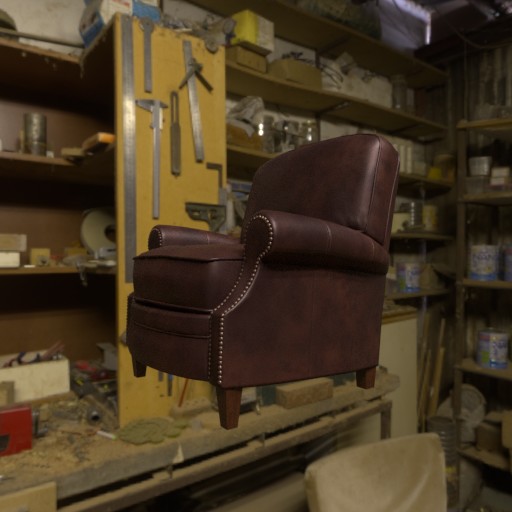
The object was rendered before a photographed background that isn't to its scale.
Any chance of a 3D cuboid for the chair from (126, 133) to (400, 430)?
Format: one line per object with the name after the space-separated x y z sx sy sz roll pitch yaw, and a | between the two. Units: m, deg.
0.000 0.000 1.812 0.986 1.018 0.936 0 0 -36 | chair
